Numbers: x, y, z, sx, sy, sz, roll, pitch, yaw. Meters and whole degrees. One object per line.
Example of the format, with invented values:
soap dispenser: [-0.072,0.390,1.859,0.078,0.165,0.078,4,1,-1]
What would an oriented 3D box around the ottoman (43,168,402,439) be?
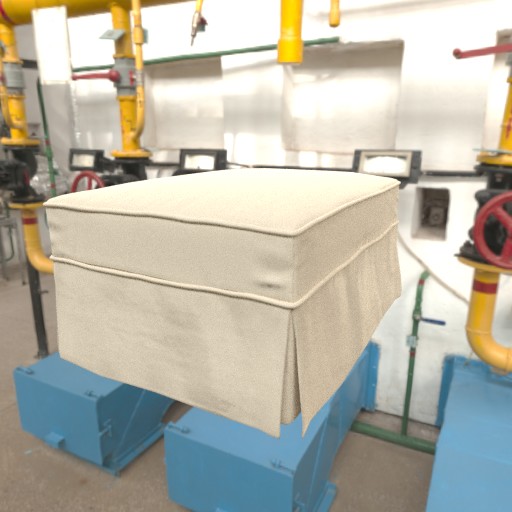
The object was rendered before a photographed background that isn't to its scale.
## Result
ottoman: [0.000,0.000,1.308,0.703,0.479,0.944,8,18,27]
